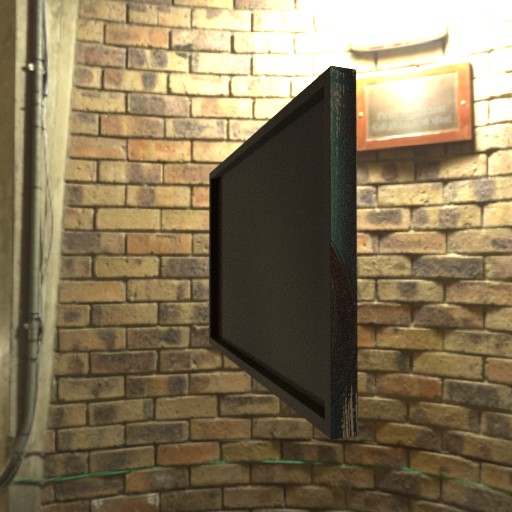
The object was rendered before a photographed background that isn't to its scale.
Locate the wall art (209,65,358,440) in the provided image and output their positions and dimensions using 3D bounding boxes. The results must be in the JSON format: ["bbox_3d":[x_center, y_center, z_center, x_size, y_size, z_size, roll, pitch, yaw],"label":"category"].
[{"bbox_3d":[0.000,0.000,0.773,0.033,0.406,0.609,0,-1,-18],"label":"wall art"}]
